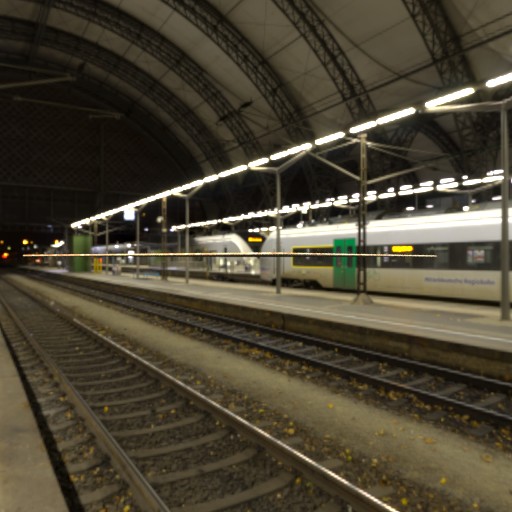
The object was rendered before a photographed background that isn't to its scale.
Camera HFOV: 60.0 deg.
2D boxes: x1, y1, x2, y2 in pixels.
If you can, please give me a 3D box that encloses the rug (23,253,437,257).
[{"bbox_3d":[0.000,0.000,4.090,2.441,0.011,3.050,0,0,36],"label":"rug"}]
